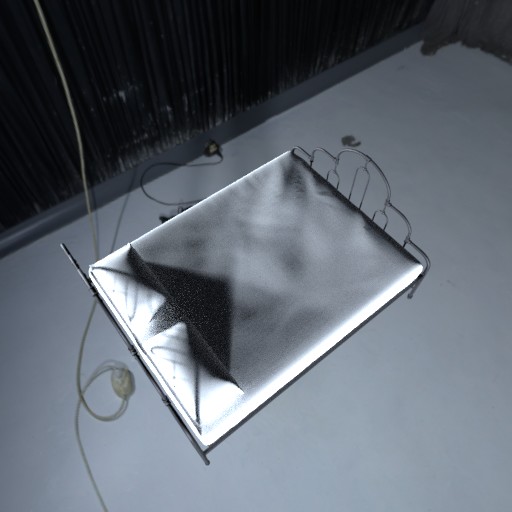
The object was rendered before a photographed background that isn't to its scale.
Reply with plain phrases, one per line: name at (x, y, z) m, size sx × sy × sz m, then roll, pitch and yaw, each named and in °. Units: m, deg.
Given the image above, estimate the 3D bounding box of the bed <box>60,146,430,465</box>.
bed at (0.000, 0.000, 3.222) m, size 2.163 × 1.429 × 1.640 m, roll -34°, pitch 64°, yaw -19°
